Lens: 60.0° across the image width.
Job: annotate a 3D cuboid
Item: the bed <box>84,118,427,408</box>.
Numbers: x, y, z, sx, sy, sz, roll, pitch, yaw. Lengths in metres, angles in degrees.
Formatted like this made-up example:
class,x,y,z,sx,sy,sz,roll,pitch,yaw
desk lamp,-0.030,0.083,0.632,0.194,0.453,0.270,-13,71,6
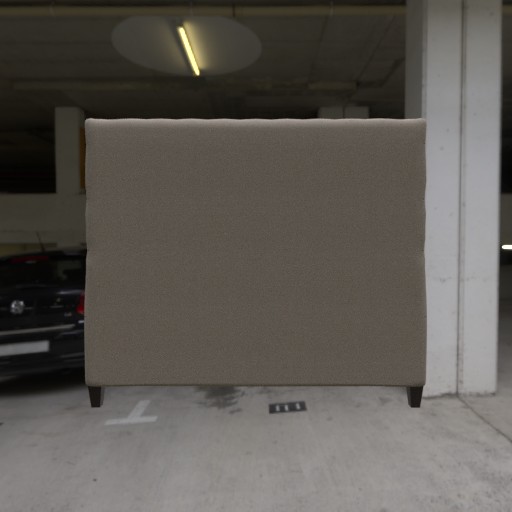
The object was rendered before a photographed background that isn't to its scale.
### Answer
class,x,y,z,sx,sy,sz,roll,pitch,yaw
bed,0.000,0.000,3.338,1.698,1.427,2.387,0,2,0
